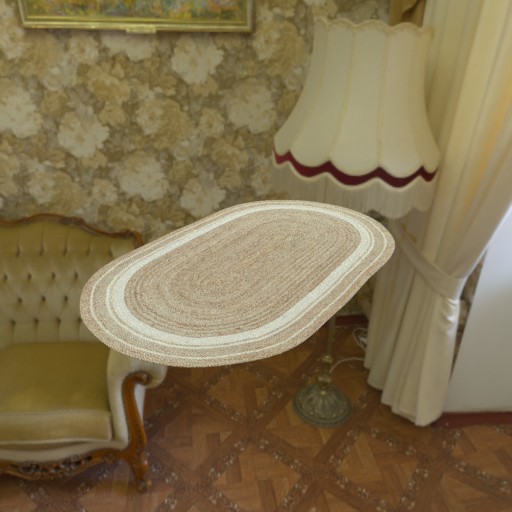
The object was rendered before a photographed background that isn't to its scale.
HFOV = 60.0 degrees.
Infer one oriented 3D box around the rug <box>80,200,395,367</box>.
[{"bbox_3d":[0.000,0.000,3.035,1.520,0.006,2.432,18,32,31],"label":"rug"}]
